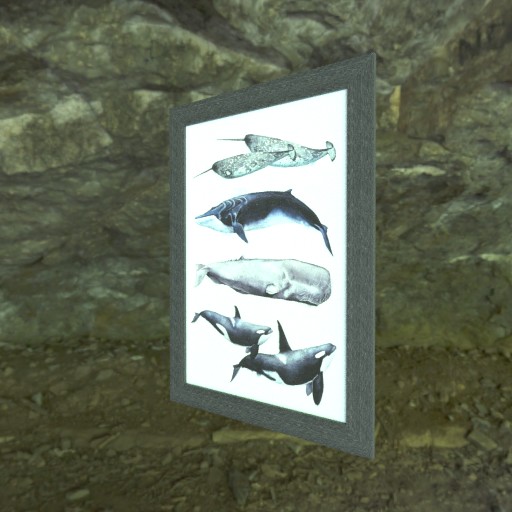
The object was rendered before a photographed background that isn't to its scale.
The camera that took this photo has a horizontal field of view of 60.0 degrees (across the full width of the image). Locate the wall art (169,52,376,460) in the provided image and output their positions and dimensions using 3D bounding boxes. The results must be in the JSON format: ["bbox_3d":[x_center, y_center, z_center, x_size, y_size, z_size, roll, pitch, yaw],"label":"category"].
[{"bbox_3d":[0.000,0.000,1.461,0.810,1.116,0.016,1,1,37],"label":"wall art"}]
